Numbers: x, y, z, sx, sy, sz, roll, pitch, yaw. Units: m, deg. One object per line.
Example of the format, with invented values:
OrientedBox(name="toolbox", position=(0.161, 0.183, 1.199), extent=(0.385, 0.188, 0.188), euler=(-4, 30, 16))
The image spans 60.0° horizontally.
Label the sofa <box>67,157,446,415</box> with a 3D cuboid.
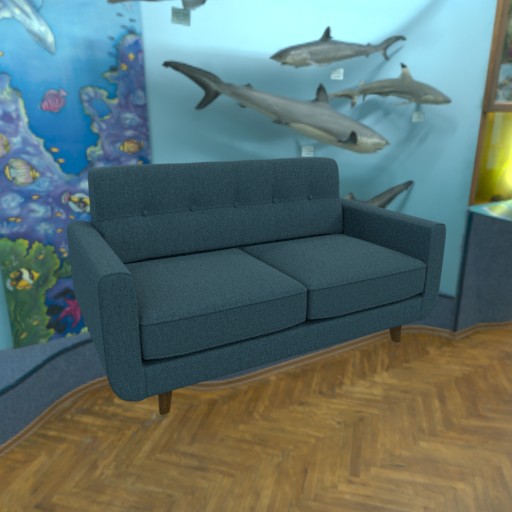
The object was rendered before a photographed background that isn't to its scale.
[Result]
OrientedBox(name="sofa", position=(0.000, 0.000, 2.223), extent=(1.651, 0.896, 0.942), euler=(-9, 19, -27))
